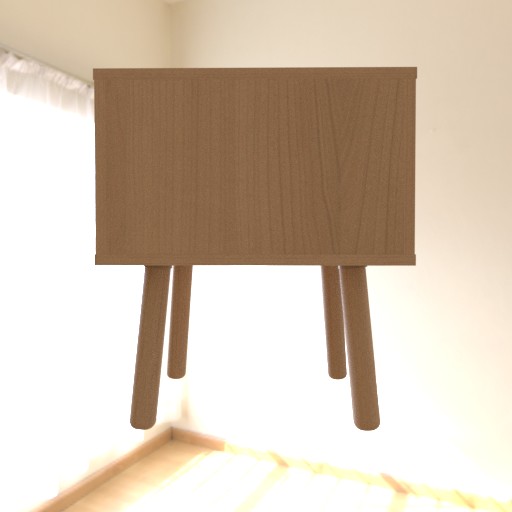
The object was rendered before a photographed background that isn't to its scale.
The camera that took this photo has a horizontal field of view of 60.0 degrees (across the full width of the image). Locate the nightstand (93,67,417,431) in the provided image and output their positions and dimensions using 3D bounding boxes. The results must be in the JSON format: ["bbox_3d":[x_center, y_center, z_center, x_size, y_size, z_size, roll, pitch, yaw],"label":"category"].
[{"bbox_3d":[0.000,0.000,0.810,0.450,0.530,0.380,0,1,1],"label":"nightstand"}]
